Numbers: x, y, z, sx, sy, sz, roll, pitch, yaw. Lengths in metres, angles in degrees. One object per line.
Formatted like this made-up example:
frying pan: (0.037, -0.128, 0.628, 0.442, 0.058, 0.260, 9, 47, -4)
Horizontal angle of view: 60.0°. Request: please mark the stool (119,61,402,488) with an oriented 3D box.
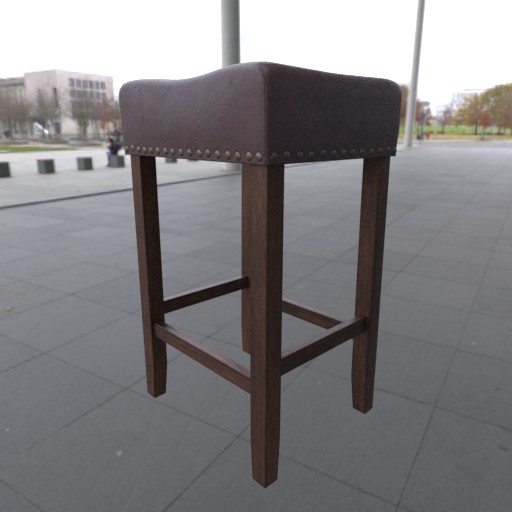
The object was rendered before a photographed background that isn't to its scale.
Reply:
stool: (0.000, 0.000, 1.031, 0.401, 0.769, 0.465, -14, 21, -41)
